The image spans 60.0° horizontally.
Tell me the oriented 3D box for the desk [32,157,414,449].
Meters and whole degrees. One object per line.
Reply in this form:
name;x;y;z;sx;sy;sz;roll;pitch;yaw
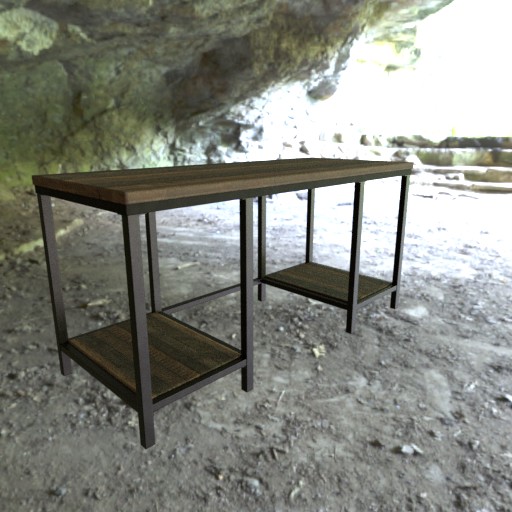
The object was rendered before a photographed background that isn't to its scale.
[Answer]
desk;0.000;0.000;1.921;0.617;0.753;1.538;15;22;43
